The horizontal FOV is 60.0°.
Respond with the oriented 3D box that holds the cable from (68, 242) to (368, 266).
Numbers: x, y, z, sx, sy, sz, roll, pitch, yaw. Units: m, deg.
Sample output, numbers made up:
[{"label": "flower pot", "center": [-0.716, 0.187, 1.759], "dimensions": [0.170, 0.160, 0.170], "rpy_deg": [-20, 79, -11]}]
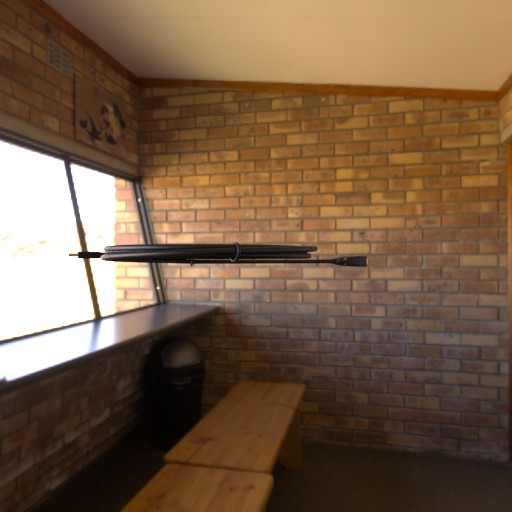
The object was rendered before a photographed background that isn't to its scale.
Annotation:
[{"label": "cable", "center": [0.000, 0.000, 0.521], "dimensions": [0.422, 0.030, 0.257], "rpy_deg": [0, 0, -19]}]
